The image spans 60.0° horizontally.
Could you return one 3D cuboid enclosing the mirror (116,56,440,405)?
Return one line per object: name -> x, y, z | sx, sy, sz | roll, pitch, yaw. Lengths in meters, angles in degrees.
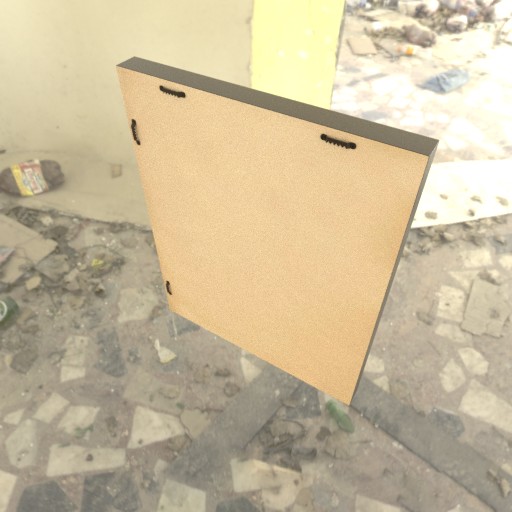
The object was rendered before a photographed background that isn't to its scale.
mirror -> 0.000, 0.000, 0.685 | 0.406, 0.509, 0.041 | 24, 50, 22
